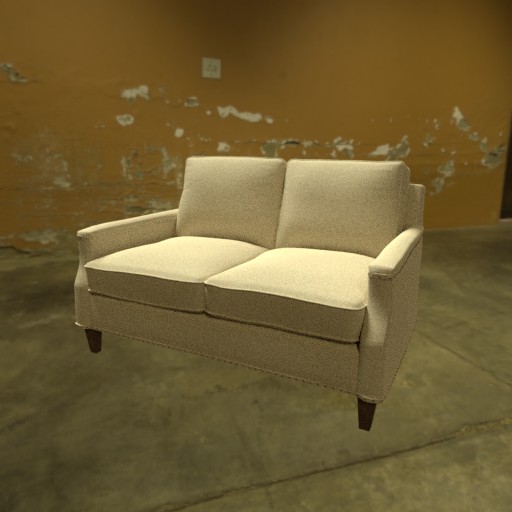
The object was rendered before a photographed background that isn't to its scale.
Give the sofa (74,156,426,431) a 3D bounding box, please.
[{"bbox_3d":[0.000,0.000,2.335,1.597,1.003,1.084,7,16,26],"label":"sofa"}]
